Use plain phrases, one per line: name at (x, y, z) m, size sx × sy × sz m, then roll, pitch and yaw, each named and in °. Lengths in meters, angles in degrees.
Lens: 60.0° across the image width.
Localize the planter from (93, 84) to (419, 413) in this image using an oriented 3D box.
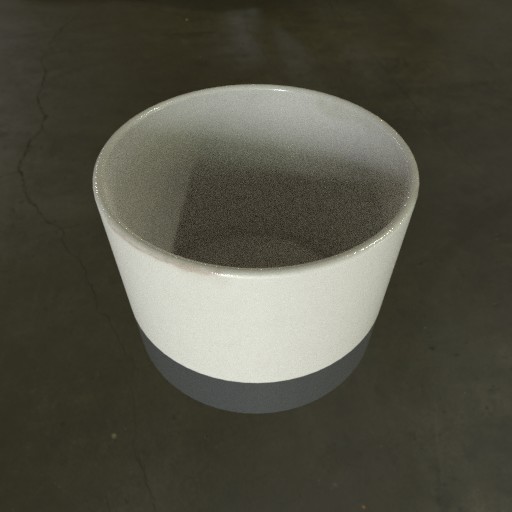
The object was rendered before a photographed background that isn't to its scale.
planter at (0.000, 0.000, 0.333) m, size 0.193 × 0.177 × 0.193 m, roll 0°, pitch 46°, yaw 0°
